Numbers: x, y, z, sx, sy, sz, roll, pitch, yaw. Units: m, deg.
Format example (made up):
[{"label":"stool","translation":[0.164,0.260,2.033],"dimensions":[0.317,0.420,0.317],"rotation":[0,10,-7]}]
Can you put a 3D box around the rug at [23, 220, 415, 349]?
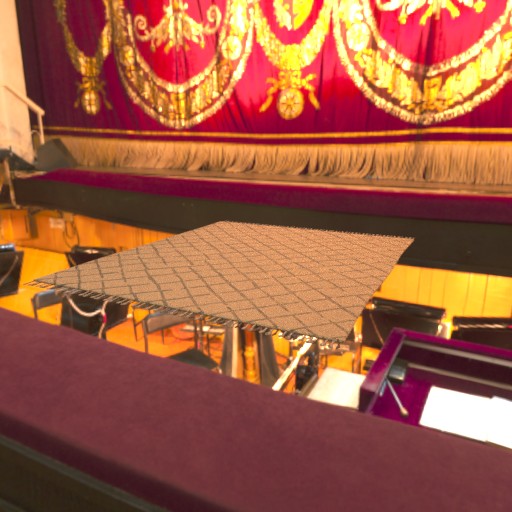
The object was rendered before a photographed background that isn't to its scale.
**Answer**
[{"label":"rug","translation":[0.000,0.000,4.867],"dimensions":[2.892,0.036,3.585],"rotation":[7,16,25]}]
